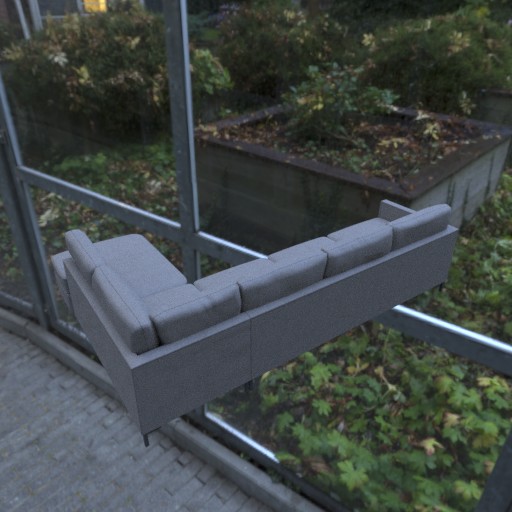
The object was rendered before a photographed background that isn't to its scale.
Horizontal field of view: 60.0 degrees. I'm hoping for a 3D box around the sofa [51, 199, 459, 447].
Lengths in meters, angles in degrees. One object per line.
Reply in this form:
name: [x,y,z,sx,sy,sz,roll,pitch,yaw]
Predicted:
sofa: [0.000,0.000,4.299,3.331,0.964,2.077,-19,35,-30]
